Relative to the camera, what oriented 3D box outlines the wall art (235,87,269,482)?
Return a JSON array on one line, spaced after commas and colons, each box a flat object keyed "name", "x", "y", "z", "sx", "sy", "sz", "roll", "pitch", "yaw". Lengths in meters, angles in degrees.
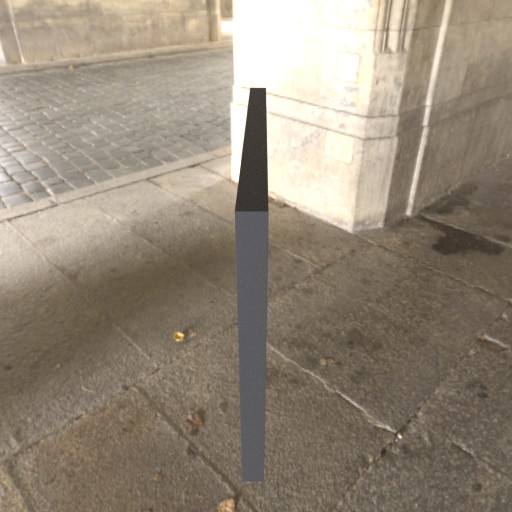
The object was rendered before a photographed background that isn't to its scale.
[{"name": "wall art", "x": 0.000, "y": 0.000, "z": 0.567, "sx": 0.024, "sy": 0.329, "sz": 0.404, "roll": 0, "pitch": 32, "yaw": 1}]
